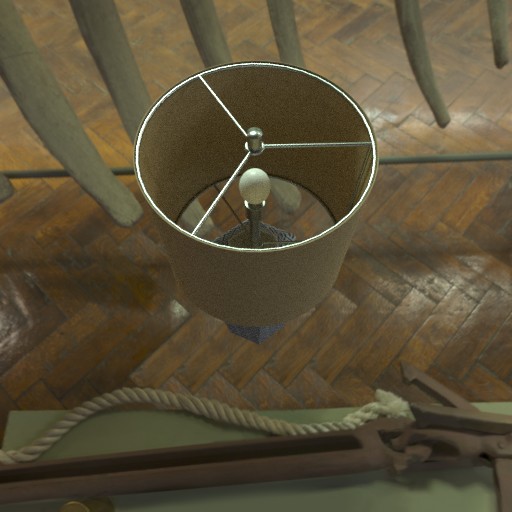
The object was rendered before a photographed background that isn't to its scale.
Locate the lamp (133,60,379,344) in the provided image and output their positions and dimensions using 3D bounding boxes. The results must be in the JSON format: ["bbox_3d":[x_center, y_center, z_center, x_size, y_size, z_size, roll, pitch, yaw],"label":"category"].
[{"bbox_3d":[0.000,0.000,0.866,0.320,0.682,0.320,-1,63,-1],"label":"lamp"}]
